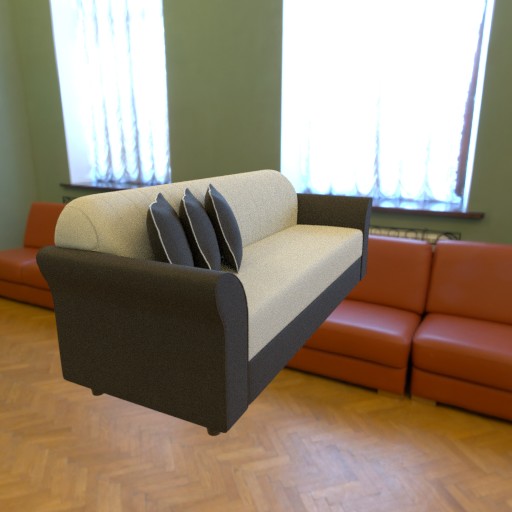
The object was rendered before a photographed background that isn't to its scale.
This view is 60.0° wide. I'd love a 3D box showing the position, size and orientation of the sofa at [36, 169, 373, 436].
[{"bbox_3d":[0.000,0.000,2.323,0.755,0.787,2.001,7,17,26],"label":"sofa"}]
